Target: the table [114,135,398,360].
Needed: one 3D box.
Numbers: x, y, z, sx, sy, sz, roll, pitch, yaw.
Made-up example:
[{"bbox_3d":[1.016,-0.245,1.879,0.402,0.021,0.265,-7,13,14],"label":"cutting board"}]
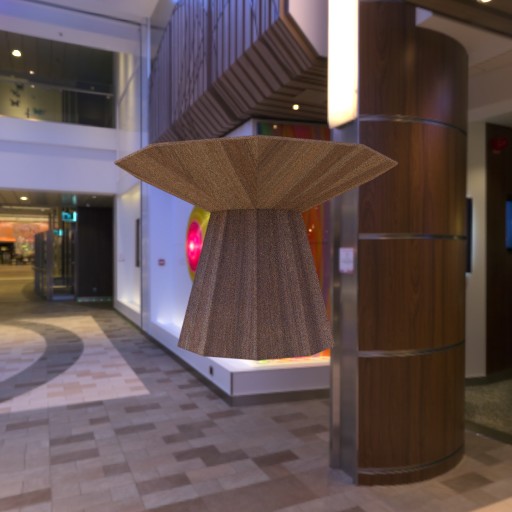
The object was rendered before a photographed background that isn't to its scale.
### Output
[{"bbox_3d":[0.000,0.000,1.951,1.186,0.752,1.186,0,1,0],"label":"table"}]
